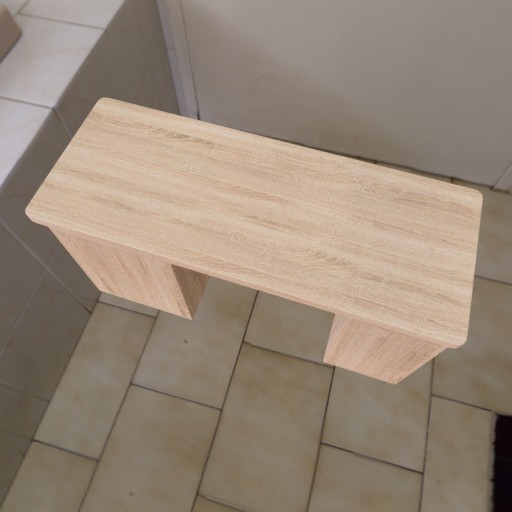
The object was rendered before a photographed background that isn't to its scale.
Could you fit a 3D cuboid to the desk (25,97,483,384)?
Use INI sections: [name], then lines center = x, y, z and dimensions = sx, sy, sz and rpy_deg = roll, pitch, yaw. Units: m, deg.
[desk]
center = 0.000, 0.000, 1.778
dimensions = 1.400, 0.760, 0.550
rpy_deg = 16, 64, 8
